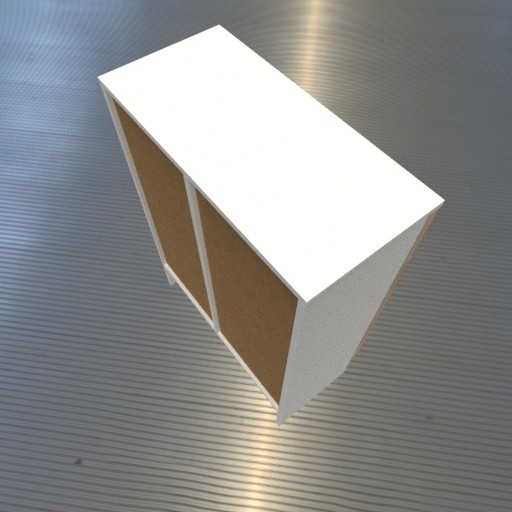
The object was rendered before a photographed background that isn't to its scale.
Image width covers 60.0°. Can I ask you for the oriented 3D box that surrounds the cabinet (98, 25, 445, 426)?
[{"bbox_3d":[0.000,0.000,1.109,0.296,0.815,0.600,-33,64,-19],"label":"cabinet"}]
